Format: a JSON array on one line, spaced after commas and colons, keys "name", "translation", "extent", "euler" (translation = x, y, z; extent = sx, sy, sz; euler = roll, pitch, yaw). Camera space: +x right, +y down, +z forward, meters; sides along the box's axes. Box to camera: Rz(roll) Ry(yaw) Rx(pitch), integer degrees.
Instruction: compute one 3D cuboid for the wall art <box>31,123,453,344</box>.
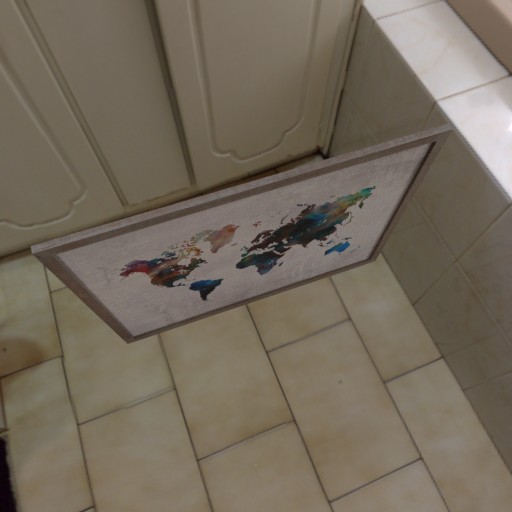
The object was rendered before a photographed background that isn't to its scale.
[{"name": "wall art", "translation": [0.000, 0.000, 1.364], "extent": [1.012, 0.774, 0.019], "euler": [-18, 66, -8]}]
